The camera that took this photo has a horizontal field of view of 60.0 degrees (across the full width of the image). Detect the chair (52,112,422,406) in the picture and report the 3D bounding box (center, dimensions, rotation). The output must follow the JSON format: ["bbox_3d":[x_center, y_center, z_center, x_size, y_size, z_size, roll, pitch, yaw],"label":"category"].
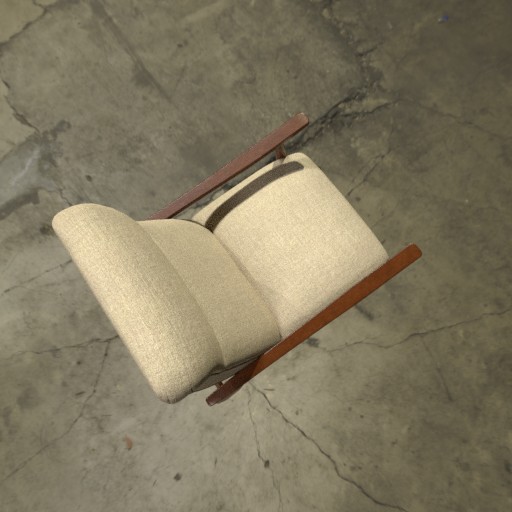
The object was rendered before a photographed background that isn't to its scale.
[{"bbox_3d":[0.000,0.000,1.755,1.014,1.082,0.762,-34,77,-9],"label":"chair"}]
